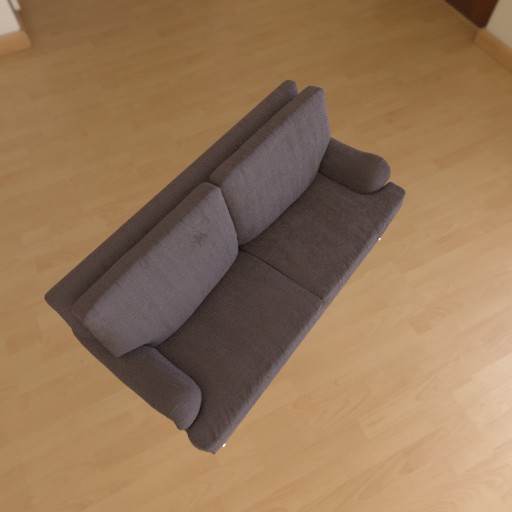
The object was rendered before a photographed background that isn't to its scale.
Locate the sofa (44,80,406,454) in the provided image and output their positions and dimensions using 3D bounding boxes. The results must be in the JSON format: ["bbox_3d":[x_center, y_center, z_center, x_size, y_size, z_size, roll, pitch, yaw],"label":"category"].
[{"bbox_3d":[0.000,0.000,2.830,1.086,1.087,2.165,34,65,18],"label":"sofa"}]
